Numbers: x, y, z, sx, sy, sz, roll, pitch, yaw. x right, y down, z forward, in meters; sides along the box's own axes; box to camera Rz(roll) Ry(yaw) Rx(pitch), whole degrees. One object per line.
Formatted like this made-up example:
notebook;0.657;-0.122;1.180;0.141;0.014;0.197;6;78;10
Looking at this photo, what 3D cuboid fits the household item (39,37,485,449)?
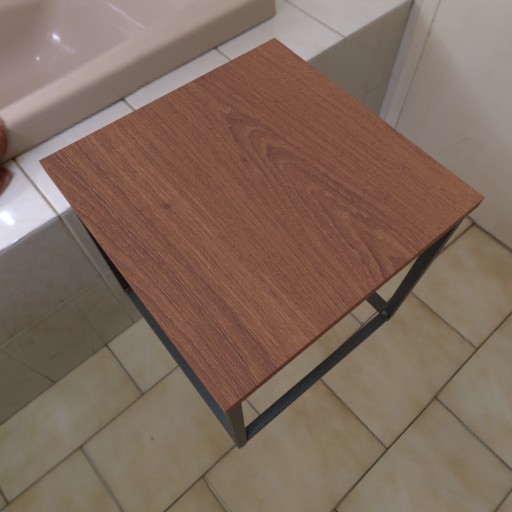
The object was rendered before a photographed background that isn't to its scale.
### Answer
household item;0.000;0.000;0.733;0.400;0.400;0.400;-35;67;-18
